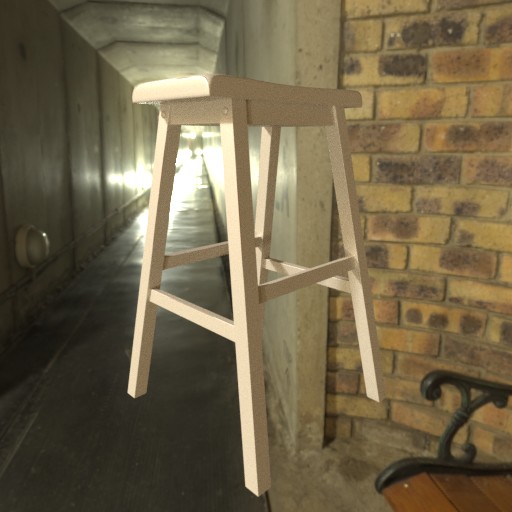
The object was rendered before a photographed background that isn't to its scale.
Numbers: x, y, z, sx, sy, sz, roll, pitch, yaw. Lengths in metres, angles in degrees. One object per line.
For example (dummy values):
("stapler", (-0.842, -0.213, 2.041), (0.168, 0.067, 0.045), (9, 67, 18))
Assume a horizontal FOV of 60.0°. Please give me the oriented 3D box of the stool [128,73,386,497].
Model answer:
("stool", (0.000, 0.000, 1.033), (0.457, 0.737, 0.476), (-15, 21, -43))
